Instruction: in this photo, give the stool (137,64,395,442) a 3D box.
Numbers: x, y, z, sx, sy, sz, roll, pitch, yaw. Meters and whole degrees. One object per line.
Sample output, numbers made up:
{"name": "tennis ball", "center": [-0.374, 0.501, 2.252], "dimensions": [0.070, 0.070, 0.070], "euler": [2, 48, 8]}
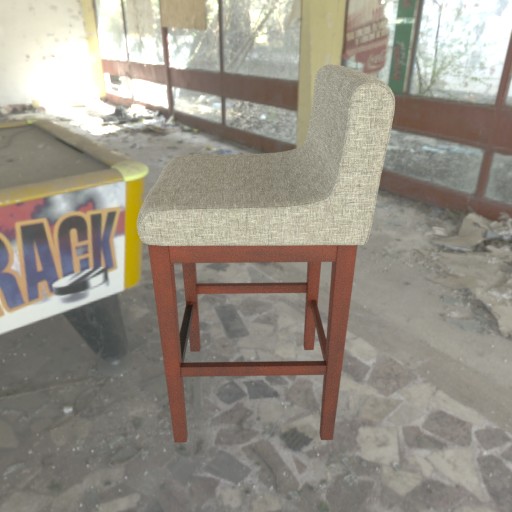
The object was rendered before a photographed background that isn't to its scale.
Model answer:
{"name": "stool", "center": [0.000, 0.000, 1.070], "dimensions": [0.459, 0.835, 0.417], "euler": [0, 27, -1]}
